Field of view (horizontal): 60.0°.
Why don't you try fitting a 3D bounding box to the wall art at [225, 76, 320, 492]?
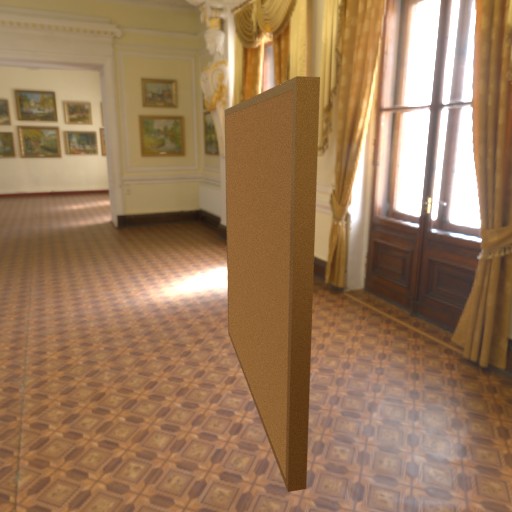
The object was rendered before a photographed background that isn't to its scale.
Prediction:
[{"bbox_3d":[0.000,0.000,1.138,0.038,0.762,0.762,-3,15,-12],"label":"wall art"}]
